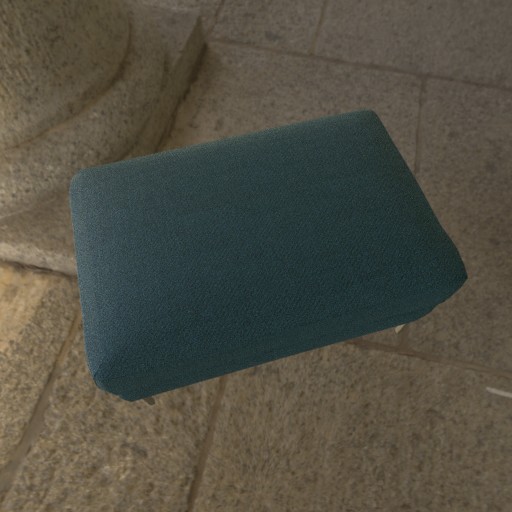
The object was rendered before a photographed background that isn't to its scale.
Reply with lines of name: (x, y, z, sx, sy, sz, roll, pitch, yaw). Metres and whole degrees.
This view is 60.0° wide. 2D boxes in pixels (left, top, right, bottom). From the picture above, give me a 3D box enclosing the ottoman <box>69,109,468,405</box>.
ottoman: (0.000, 0.000, 1.199, 0.856, 0.498, 0.563, -14, 62, -8)
